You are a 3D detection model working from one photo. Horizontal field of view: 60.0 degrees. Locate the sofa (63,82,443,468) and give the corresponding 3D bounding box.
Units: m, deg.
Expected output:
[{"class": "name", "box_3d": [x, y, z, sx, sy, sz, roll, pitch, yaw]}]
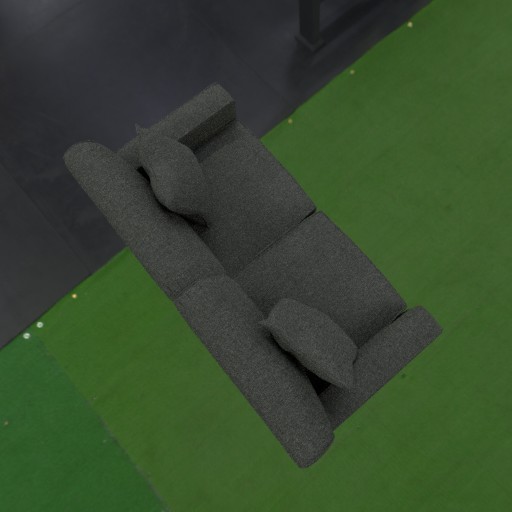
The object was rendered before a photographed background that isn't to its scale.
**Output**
[{"class": "sofa", "box_3d": [0.000, 0.000, 2.454, 0.998, 0.958, 1.846, -38, 79, -9]}]
